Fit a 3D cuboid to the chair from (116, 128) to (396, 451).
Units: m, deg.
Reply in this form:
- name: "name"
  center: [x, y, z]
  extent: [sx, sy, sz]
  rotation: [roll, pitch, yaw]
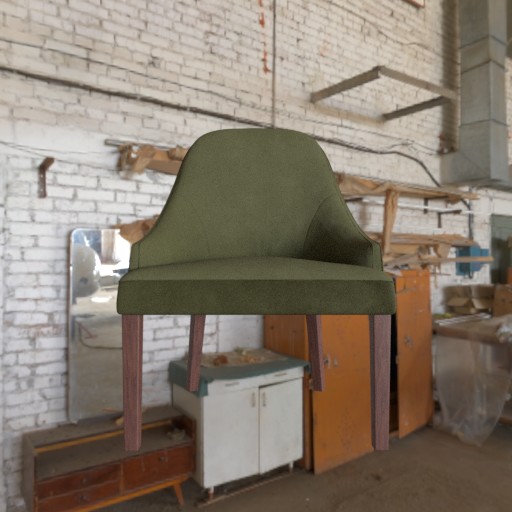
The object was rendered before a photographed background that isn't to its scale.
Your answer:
- name: "chair"
  center: [0.000, 0.000, 1.279]
  extent: [0.643, 0.889, 0.575]
  rotation: [0, 0, 0]
